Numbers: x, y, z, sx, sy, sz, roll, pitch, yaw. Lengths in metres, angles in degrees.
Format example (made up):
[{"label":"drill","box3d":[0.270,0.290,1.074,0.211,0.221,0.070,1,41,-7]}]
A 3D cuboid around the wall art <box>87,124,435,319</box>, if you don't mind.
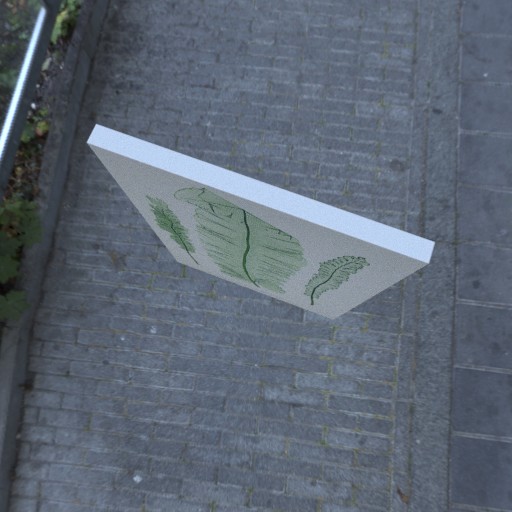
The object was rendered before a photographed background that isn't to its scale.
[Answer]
[{"label":"wall art","box3d":[0.000,0.000,1.189,0.610,0.914,0.038,20,77,5]}]
